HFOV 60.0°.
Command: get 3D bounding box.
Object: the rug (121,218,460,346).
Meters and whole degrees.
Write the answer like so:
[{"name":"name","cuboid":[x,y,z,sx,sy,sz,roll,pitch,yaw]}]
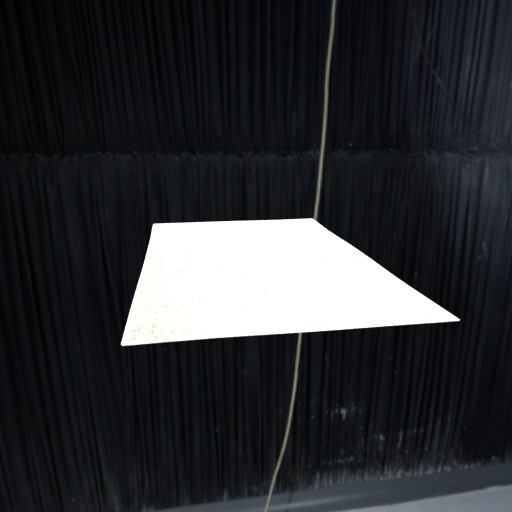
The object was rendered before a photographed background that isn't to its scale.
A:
[{"name":"rug","cuboid":[0.000,0.000,3.091,1.529,0.012,2.435,-3,16,-9]}]
